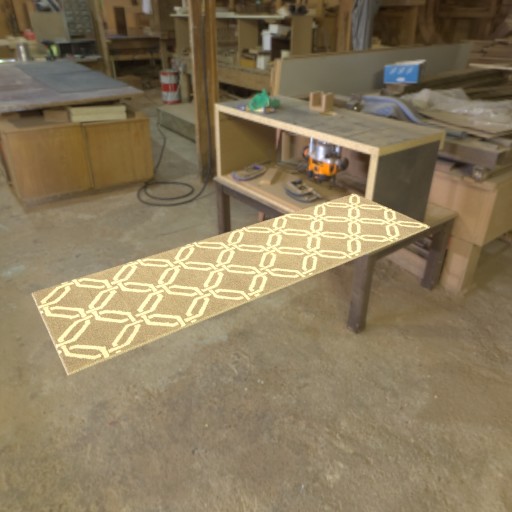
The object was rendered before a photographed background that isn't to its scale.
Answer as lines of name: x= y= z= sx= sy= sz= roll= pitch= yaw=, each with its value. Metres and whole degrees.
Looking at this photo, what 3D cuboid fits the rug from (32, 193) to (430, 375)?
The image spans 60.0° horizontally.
rug: x=0.000 y=0.000 z=2.545 sx=2.276 sy=0.014 sz=0.678 roll=-19 pitch=36 yaw=-29
